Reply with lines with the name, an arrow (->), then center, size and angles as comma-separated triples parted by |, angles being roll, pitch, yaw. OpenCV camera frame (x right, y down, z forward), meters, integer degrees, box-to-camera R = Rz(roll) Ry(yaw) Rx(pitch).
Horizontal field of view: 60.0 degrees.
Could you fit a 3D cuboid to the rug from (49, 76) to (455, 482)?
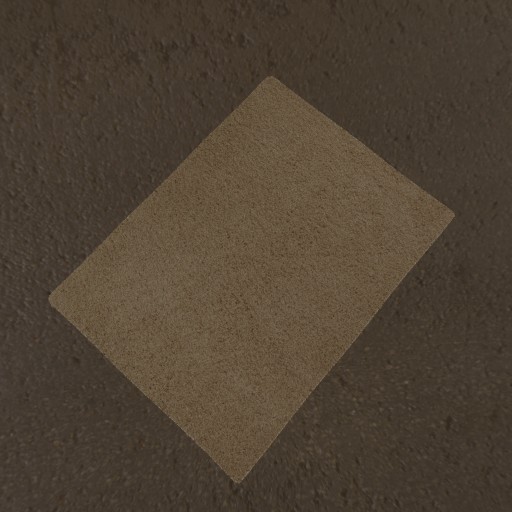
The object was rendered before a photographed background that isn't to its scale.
rug -> 0.000, 0.000, 2.120 | 1.199, 0.025, 1.600 | 40, 79, 9
